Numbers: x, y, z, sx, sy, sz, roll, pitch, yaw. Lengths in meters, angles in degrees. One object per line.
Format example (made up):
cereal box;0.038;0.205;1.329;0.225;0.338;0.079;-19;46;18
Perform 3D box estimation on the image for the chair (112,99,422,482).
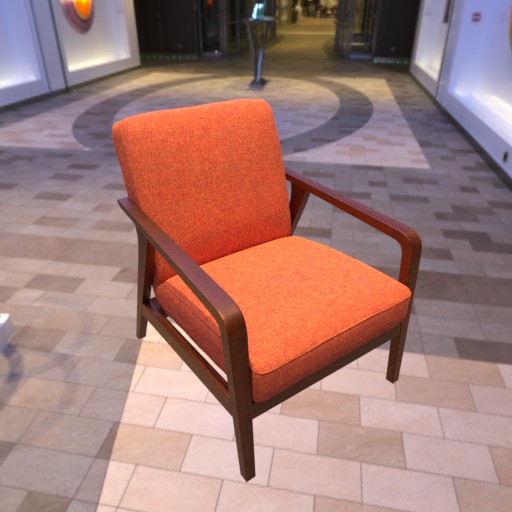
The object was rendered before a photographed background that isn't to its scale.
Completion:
chair;0.000;0.000;1.509;0.719;0.890;0.860;-20;35;-31
